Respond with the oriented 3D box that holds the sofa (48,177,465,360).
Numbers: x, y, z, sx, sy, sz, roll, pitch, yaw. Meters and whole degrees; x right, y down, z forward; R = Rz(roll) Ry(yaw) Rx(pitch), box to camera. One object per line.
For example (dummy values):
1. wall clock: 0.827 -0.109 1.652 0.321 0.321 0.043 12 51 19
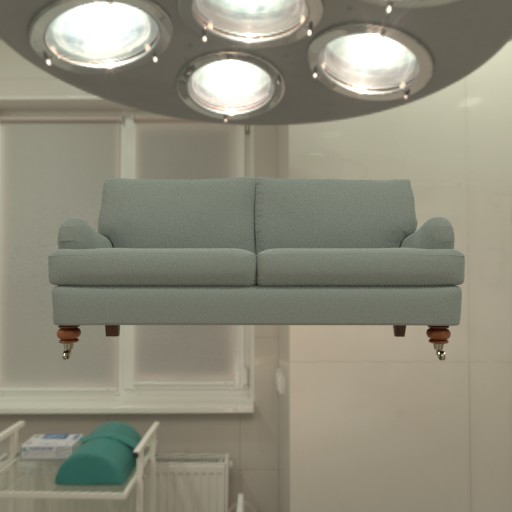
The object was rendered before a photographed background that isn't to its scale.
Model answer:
1. sofa: 0.000 0.000 2.764 2.193 1.096 1.069 0 -1 0
